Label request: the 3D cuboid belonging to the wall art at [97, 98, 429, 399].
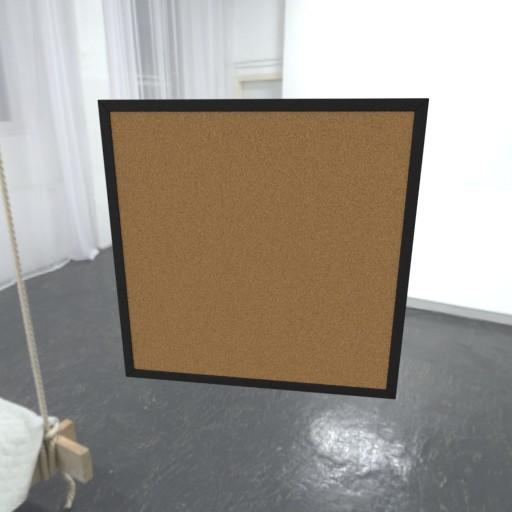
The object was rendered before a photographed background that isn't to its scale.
[{"bbox_3d":[0.000,0.000,1.142,0.763,0.763,0.037,2,18,8],"label":"wall art"}]
